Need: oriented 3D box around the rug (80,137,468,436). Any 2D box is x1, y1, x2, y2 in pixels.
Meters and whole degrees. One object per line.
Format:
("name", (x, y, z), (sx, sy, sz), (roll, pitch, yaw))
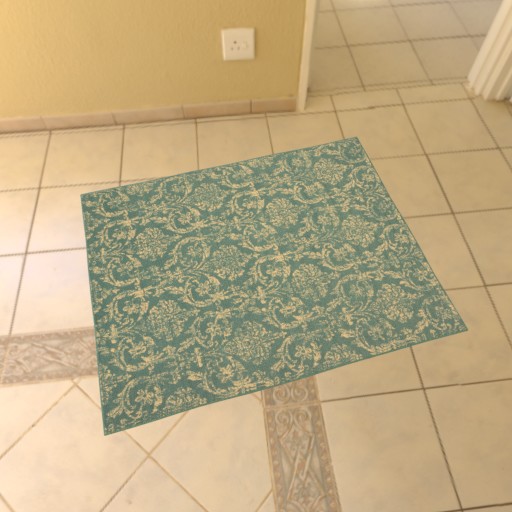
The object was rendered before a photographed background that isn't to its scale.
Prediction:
("rug", (0.000, 0.000, 4.048), (2.980, 0.012, 2.363), (-14, 59, -8))
